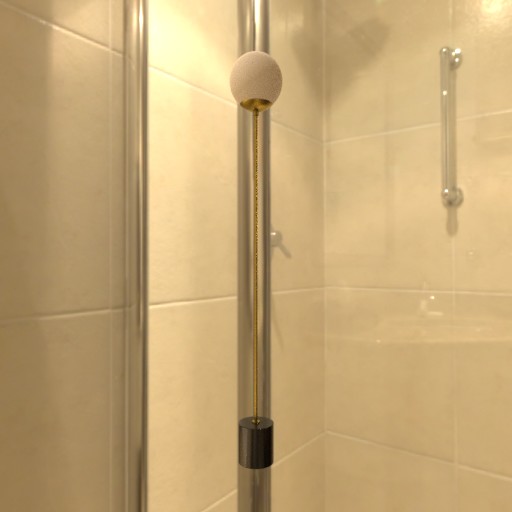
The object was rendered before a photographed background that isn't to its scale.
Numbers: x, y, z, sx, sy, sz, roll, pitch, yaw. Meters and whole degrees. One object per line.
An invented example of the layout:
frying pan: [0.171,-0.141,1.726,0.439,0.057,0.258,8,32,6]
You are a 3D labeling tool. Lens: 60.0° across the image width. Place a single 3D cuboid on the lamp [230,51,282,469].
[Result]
lamp: [0.000,0.000,1.902,0.229,1.748,0.229,0,-1,-1]
